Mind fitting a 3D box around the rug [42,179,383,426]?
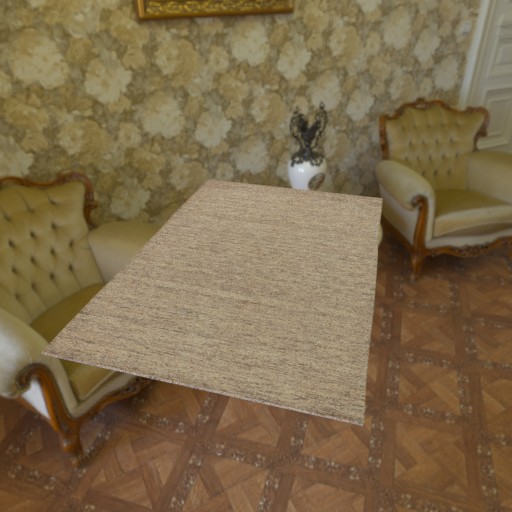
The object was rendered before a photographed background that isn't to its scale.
[{"bbox_3d":[0.000,0.000,2.912,1.547,0.013,2.283,8,33,13],"label":"rug"}]
